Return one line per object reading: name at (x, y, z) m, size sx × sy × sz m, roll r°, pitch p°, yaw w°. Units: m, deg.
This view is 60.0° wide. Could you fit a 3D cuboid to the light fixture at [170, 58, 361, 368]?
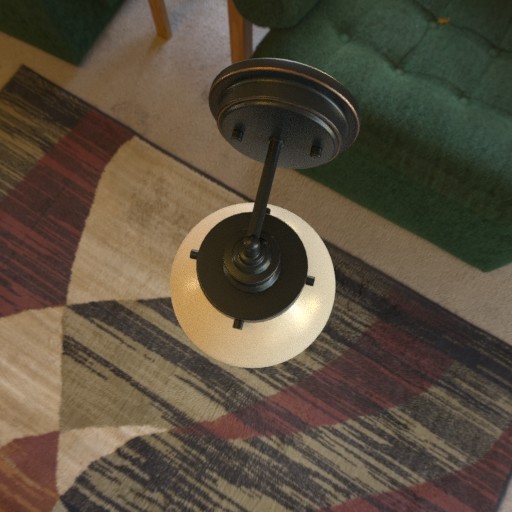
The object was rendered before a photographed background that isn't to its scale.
light fixture at (0.000, 0.000, 0.470) m, size 0.197 × 0.332 × 0.230 m, roll 13°, pitch 76°, yaw 3°
